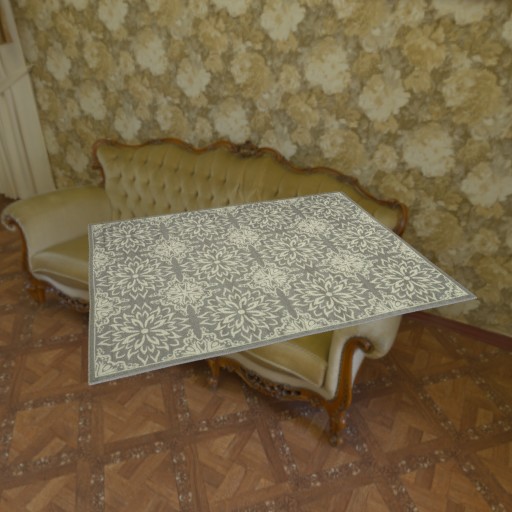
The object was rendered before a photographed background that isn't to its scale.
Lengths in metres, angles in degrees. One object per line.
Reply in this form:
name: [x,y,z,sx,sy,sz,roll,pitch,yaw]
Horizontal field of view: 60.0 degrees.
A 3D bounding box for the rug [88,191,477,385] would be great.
rug: [0.000,0.000,4.136,2.980,0.012,2.363,-9,32,-16]
